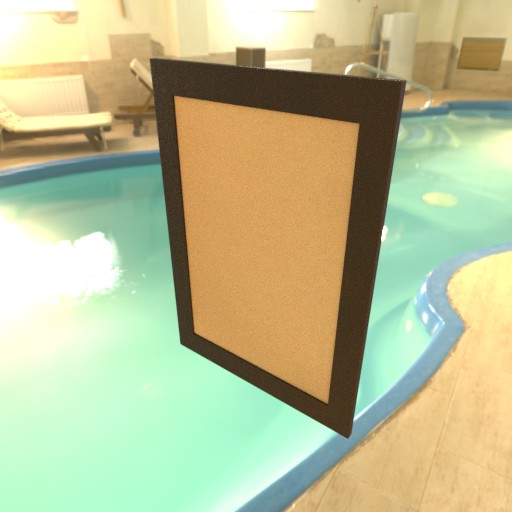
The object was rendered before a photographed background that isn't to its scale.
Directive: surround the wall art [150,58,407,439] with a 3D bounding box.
[{"bbox_3d":[0.000,0.000,0.645,0.359,0.508,0.013,20,35,32],"label":"wall art"}]
